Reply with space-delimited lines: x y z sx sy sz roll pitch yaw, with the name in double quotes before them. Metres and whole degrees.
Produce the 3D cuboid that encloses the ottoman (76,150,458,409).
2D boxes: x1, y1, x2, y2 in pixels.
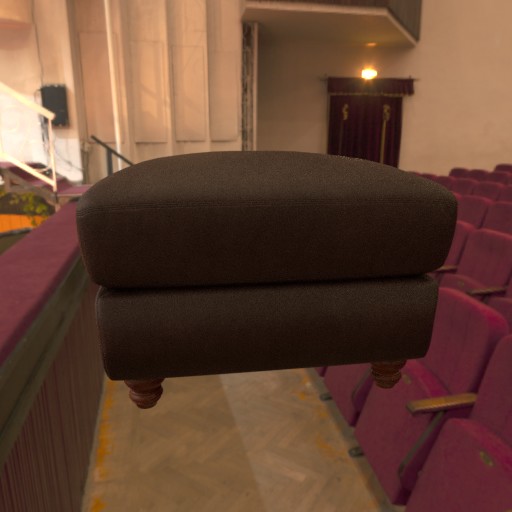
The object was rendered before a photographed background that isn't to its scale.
"ottoman" 0.000 0.000 1.235 0.806 0.569 0.670 -2 15 -8
